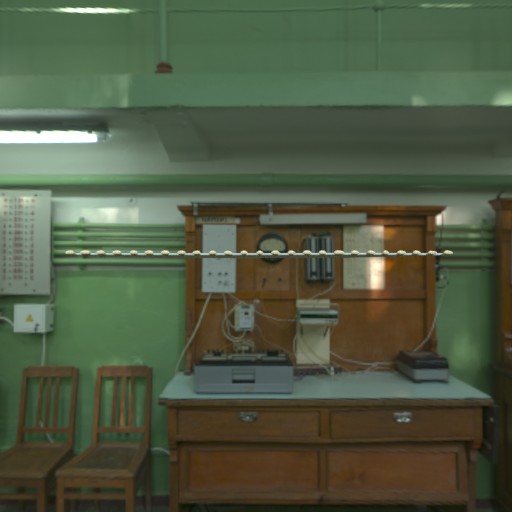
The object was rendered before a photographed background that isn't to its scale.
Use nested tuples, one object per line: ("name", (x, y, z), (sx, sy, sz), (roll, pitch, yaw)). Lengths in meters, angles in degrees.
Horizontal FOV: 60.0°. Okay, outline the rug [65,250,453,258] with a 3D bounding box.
("rug", (0.000, 0.000, 2.979), (1.556, 0.022, 2.433), (0, -1, -1))
